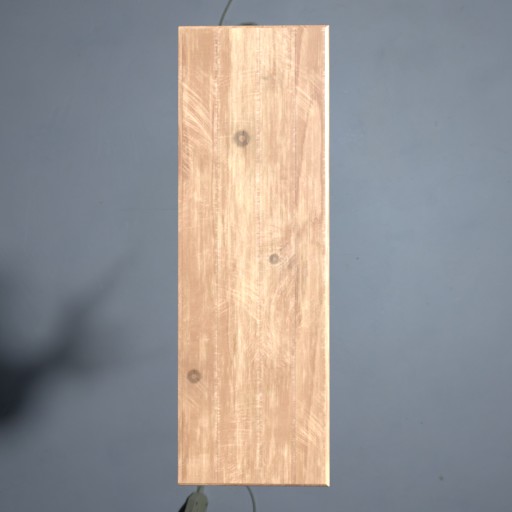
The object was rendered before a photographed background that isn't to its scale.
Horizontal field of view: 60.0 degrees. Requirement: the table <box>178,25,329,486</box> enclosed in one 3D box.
[{"bbox_3d":[0.000,0.000,1.562,0.399,0.800,1.219,0,90,1],"label":"table"}]
